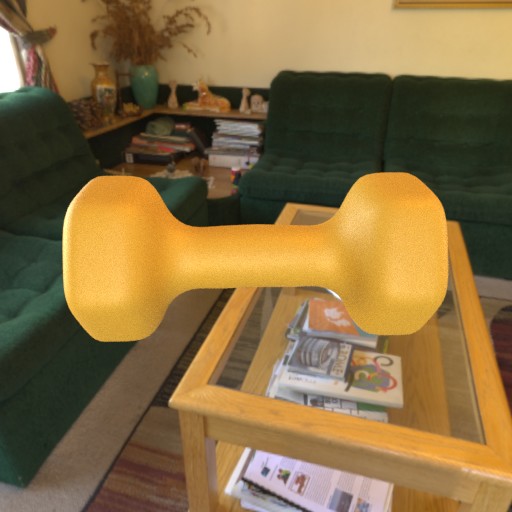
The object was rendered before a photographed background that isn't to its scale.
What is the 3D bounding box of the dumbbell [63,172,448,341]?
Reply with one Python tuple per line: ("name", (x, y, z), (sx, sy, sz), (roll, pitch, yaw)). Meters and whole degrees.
("dumbbell", (0.000, 0.000, 0.241), (0.190, 0.082, 0.090), (-1, 29, -1))
